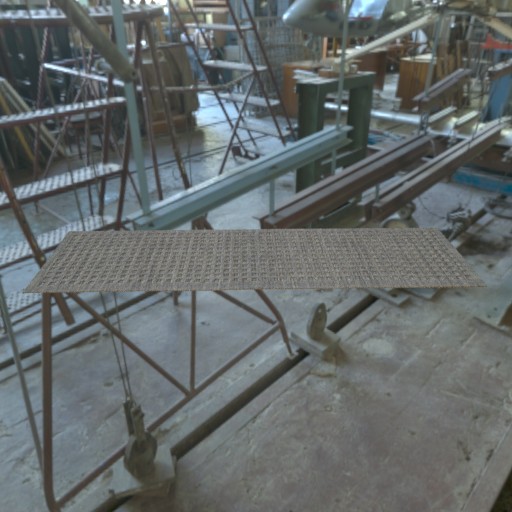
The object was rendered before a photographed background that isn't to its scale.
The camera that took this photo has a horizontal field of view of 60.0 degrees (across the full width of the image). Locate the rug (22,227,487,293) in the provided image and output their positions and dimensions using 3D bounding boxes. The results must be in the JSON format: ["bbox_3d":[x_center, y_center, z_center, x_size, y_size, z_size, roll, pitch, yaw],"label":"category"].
[{"bbox_3d":[0.000,0.000,2.630,2.443,0.009,0.706,-1,30,-1],"label":"rug"}]
